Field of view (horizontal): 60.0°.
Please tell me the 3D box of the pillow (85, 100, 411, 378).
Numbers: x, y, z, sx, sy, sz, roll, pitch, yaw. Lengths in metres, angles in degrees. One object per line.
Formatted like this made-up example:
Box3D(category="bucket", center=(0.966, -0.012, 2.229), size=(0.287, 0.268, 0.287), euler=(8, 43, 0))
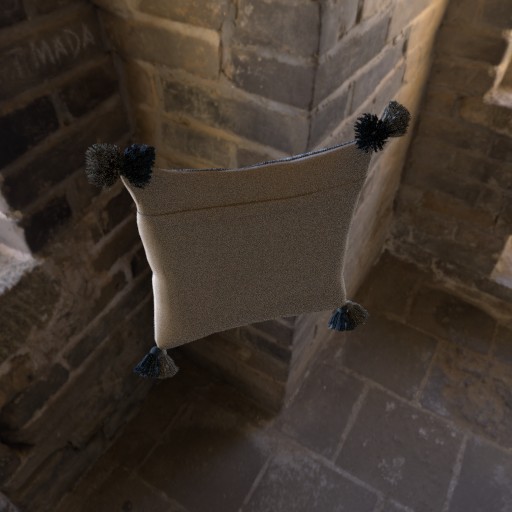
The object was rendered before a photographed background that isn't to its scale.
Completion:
Box3D(category="pillow", center=(0.000, 0.000, 0.942), size=(0.614, 0.634, 0.138), euler=(-11, 43, -12))
